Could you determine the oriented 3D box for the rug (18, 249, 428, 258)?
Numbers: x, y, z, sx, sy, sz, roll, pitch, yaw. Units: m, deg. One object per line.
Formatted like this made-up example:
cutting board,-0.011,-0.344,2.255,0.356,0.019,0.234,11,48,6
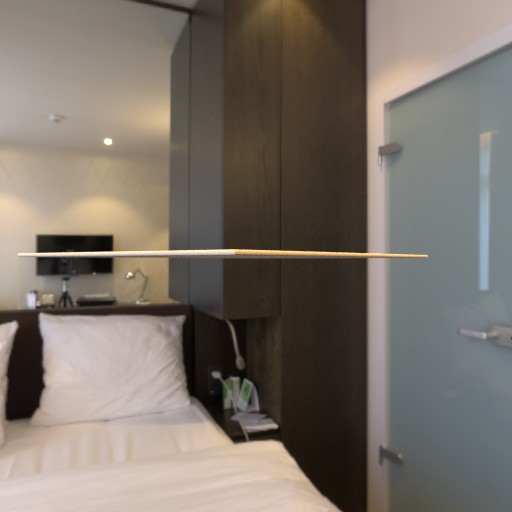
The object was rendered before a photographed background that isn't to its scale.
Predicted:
rug,0.000,0.000,2.293,1.222,0.015,1.828,0,-1,37
